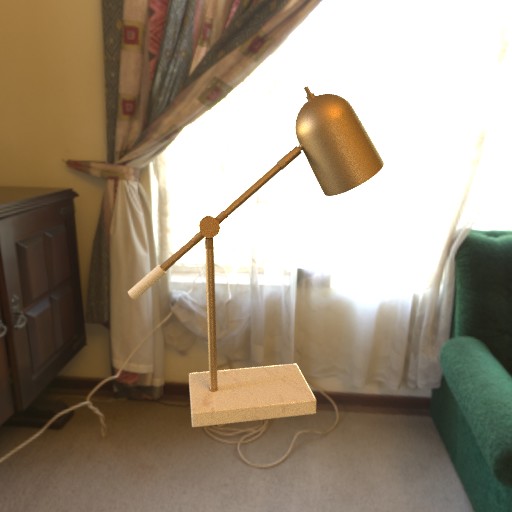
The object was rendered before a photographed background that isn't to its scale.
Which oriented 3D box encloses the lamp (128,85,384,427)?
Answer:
[{"bbox_3d":[0.000,0.000,0.829,0.471,0.603,0.144,-3,15,-10],"label":"lamp"}]
